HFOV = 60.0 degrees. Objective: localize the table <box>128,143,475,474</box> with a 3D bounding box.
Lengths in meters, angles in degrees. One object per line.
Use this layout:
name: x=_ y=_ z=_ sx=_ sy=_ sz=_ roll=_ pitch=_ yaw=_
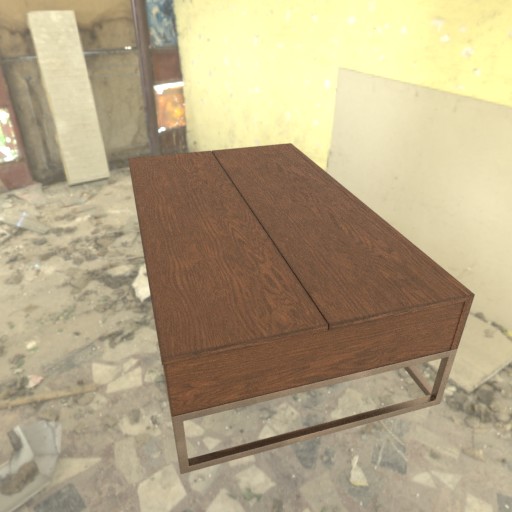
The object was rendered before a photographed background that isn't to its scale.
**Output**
table: x=0.000 y=0.000 z=1.480 sx=0.719 sy=0.361 sz=1.167 roll=-9 pitch=33 yaw=-14
